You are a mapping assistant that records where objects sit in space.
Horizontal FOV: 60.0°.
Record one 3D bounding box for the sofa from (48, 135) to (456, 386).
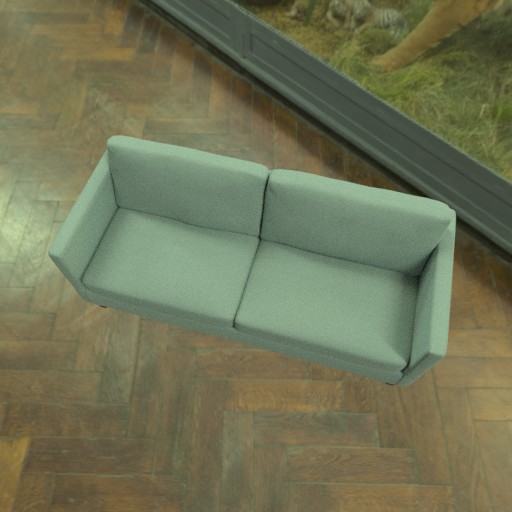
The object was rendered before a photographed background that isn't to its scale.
[{"bbox_3d":[0.000,0.000,2.762,2.208,0.965,0.951,14,61,8],"label":"sofa"}]
